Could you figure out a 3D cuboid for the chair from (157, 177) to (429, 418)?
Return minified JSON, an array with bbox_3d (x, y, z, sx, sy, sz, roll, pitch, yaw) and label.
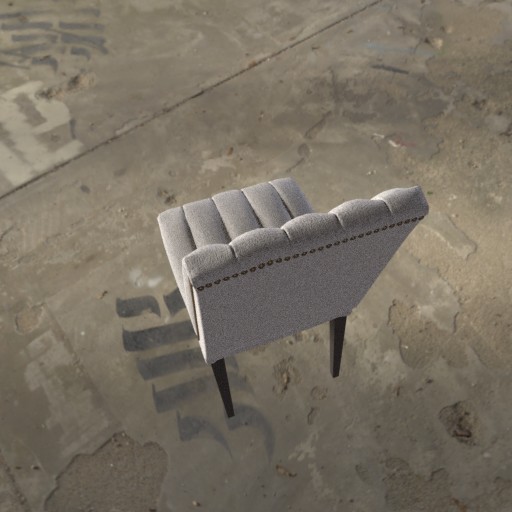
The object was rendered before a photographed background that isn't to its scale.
[{"bbox_3d":[0.000,0.000,1.367,0.511,1.016,0.647,-17,58,-11],"label":"chair"}]
